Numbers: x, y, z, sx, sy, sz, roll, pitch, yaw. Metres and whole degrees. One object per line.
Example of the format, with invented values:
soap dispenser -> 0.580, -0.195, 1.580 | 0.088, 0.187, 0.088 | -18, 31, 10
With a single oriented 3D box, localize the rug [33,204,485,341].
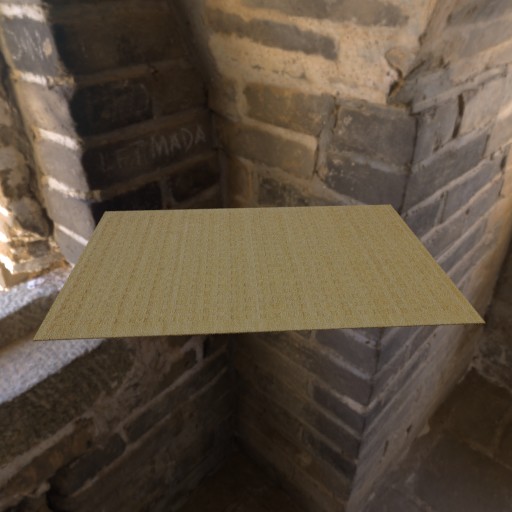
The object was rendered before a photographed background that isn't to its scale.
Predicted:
rug -> 0.000, 0.000, 2.891 | 2.286, 0.006, 1.524 | -2, 30, -3
